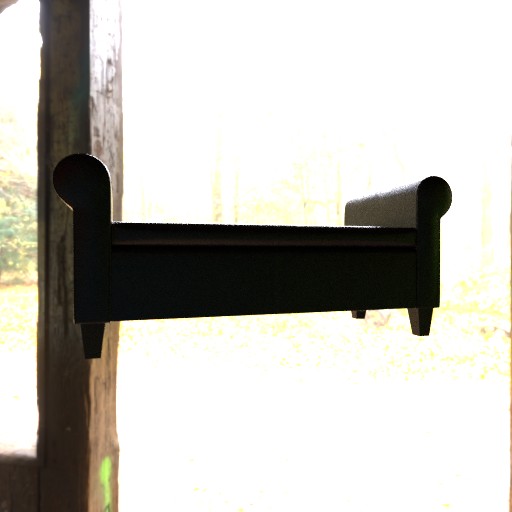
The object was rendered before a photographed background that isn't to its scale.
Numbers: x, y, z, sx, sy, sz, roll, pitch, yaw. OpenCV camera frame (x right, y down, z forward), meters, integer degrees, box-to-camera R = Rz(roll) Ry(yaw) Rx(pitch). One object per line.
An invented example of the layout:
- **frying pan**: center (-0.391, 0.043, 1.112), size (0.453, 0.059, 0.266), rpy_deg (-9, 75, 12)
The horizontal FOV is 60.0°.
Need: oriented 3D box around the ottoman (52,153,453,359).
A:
- **ottoman**: center (0.000, 0.000, 1.567), size (1.256, 0.547, 0.521), rpy_deg (0, 0, -17)
